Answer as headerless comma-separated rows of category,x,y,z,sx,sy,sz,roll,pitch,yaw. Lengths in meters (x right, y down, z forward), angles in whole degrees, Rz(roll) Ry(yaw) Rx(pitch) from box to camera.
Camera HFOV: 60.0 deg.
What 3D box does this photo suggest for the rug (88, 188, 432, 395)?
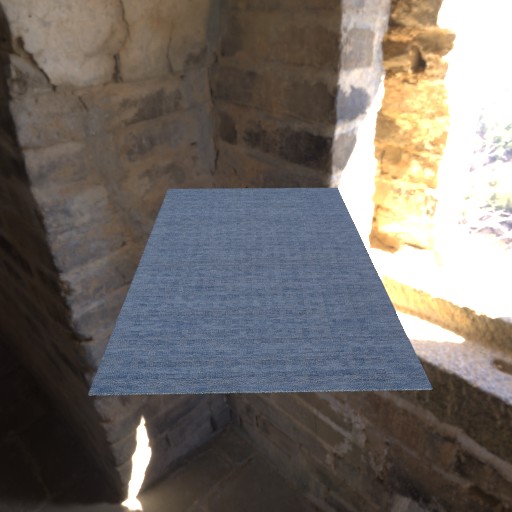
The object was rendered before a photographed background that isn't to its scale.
rug,0.000,0.000,2.221,1.142,0.006,1.752,-1,31,-1
